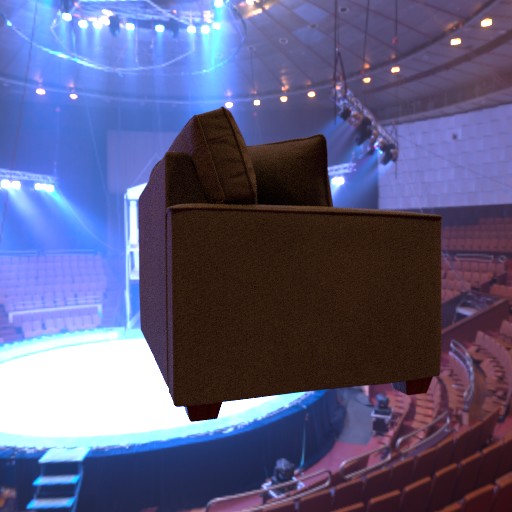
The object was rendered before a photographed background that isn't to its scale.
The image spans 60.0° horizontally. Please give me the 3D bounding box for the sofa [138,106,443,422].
[{"bbox_3d":[0.000,0.000,2.081,0.991,0.989,1.388,0,0,-19],"label":"sofa"}]
